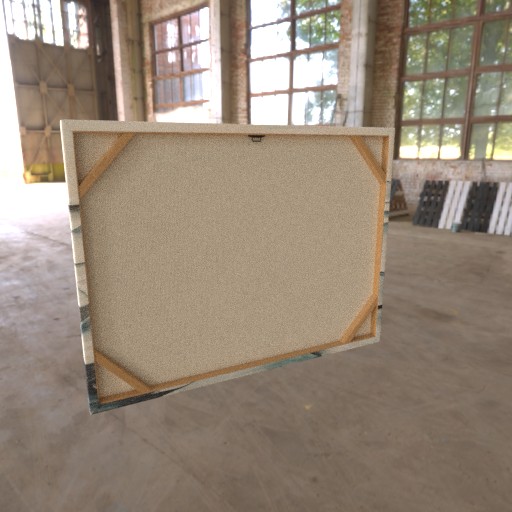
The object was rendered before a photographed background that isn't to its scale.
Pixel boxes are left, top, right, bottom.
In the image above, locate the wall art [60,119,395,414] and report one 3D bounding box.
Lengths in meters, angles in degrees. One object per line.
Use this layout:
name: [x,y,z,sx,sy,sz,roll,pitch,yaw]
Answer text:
wall art: [0.000,0.000,1.607,1.219,0.915,0.039,-7,15,-26]
